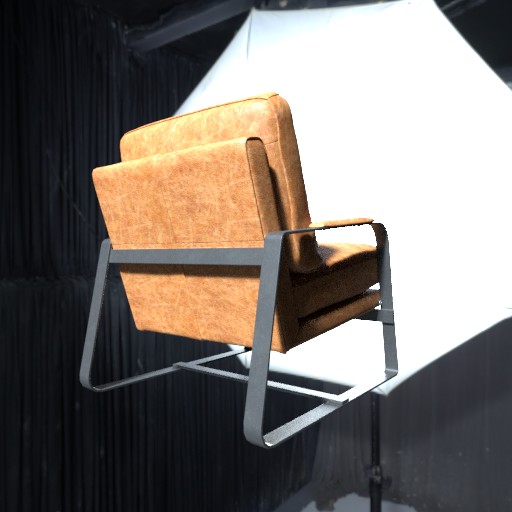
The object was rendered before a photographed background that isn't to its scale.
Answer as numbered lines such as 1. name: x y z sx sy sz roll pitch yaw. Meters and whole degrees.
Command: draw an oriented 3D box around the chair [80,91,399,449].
1. chair: 0.000 0.000 1.377 0.651 0.777 0.801 0 0 38
